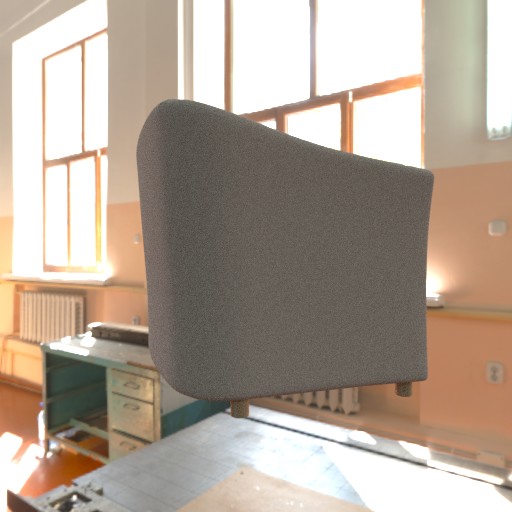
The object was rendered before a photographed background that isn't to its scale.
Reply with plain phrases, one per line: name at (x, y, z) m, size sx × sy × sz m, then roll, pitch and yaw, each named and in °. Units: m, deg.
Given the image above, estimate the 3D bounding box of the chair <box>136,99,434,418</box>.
chair at (0.000, 0.000, 1.371) m, size 0.700 × 0.720 × 0.790 m, roll 0°, pitch 0°, yaw -19°
